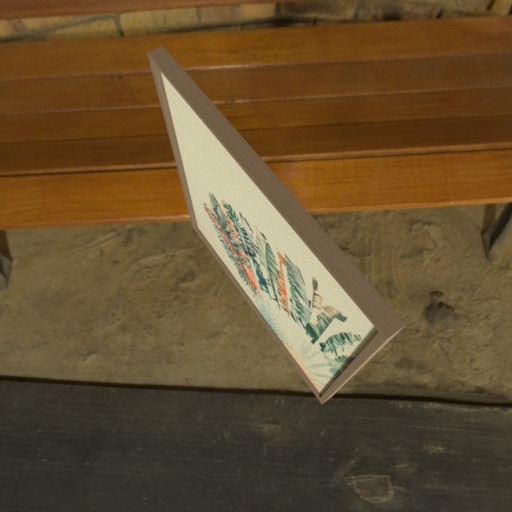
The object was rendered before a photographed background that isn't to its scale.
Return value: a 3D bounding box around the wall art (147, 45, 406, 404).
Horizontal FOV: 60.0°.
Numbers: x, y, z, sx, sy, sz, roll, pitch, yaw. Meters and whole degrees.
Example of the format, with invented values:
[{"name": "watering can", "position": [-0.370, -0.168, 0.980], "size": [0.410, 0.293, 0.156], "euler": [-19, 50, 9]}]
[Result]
[{"name": "wall art", "position": [0.000, 0.000, 1.161], "size": [0.038, 0.758, 0.761], "euler": [-32, 68, -14]}]
